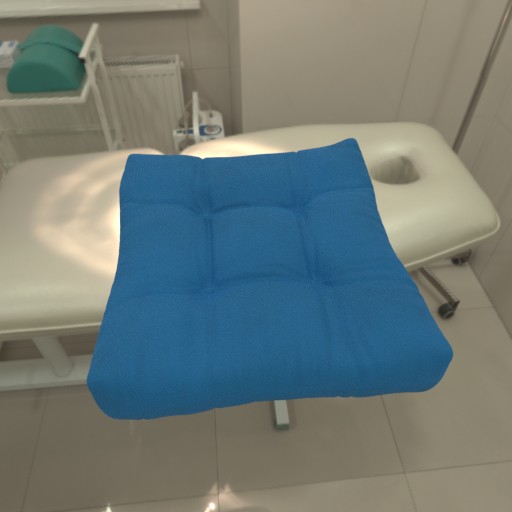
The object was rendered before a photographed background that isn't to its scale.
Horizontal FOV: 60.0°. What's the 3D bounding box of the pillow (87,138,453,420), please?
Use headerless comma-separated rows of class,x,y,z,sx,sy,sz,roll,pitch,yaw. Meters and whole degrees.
pillow,0.000,0.000,0.721,0.468,0.128,0.490,-4,48,-4
